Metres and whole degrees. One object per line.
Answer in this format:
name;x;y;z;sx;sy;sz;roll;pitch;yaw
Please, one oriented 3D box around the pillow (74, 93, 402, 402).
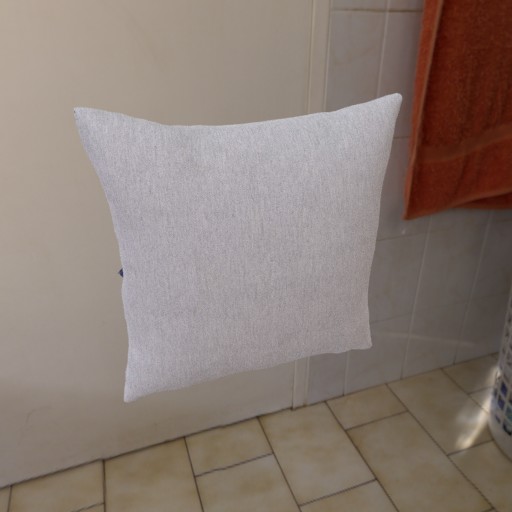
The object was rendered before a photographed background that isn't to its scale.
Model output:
pillow;0.000;0.000;0.653;0.433;0.436;0.173;-8;28;-16
